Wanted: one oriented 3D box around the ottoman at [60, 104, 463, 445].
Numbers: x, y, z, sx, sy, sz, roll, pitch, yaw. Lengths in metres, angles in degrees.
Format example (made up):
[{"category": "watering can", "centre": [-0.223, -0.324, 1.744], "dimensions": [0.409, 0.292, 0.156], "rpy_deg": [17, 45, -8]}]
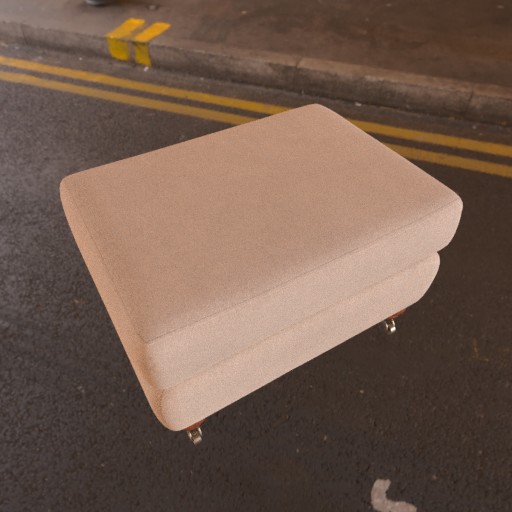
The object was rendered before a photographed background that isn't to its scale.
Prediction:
[{"category": "ottoman", "centre": [0.000, 0.000, 1.134], "dimensions": [0.773, 0.499, 0.569], "rpy_deg": [-23, 49, -21]}]
